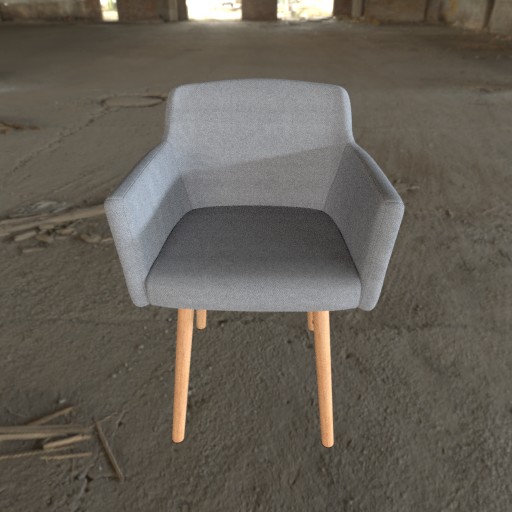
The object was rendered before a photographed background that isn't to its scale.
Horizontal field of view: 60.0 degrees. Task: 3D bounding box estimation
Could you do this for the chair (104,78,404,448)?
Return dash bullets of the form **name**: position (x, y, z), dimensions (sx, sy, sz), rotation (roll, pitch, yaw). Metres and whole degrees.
- **chair**: position (0.000, 0.000, 1.136), dimensions (0.570, 0.780, 0.540), rotation (1, 31, 1)
